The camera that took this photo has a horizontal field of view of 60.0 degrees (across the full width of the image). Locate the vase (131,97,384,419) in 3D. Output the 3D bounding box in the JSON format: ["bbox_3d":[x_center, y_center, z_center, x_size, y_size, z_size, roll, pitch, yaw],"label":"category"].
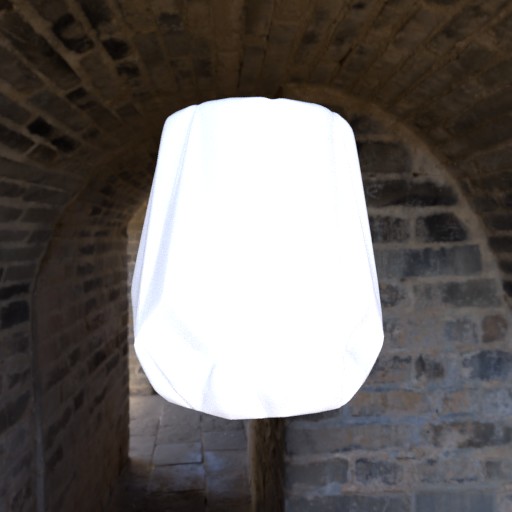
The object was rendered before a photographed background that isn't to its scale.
[{"bbox_3d":[0.000,0.000,0.258,0.141,0.152,0.141,0,1,0],"label":"vase"}]
